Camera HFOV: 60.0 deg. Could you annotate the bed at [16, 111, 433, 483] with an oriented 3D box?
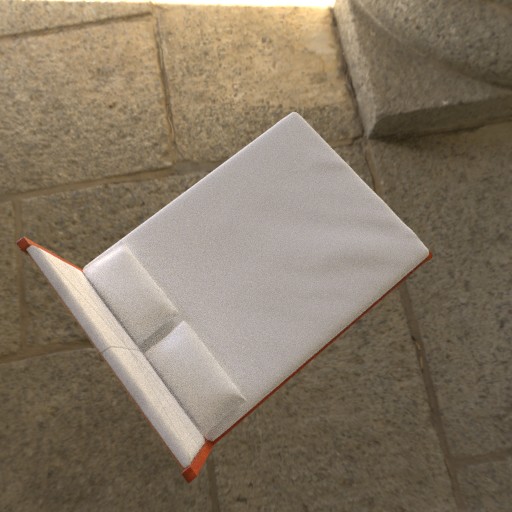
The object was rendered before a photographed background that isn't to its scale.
[{"bbox_3d":[0.000,0.000,2.994,2.117,1.165,1.566,-39,79,-9],"label":"bed"}]
